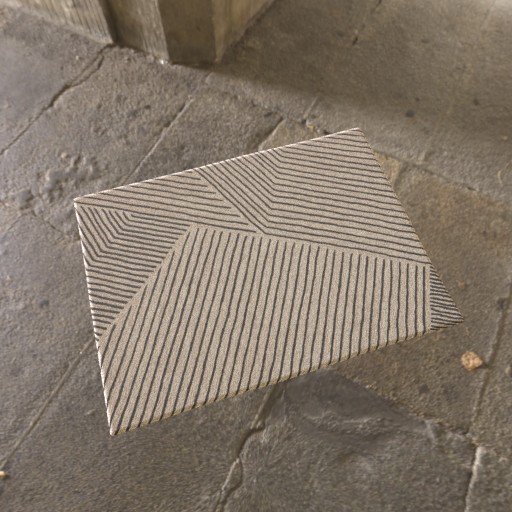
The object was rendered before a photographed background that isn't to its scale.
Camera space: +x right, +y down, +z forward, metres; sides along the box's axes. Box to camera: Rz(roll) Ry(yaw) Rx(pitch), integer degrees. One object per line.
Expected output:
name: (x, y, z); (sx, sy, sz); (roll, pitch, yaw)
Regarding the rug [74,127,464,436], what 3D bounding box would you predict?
rug: (0.000, 0.000, 3.273); (2.449, 0.028, 1.829); (-16, 65, -8)
